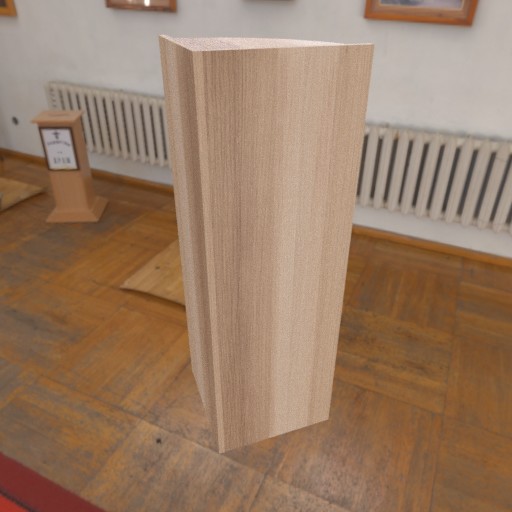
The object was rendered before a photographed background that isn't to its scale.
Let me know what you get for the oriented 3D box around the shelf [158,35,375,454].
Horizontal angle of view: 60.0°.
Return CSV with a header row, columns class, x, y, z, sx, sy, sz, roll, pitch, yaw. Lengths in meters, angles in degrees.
class,x,y,z,sx,sy,sz,roll,pitch,yaw
shelf,0.000,0.000,0.989,0.290,0.872,0.290,-10,32,-17
